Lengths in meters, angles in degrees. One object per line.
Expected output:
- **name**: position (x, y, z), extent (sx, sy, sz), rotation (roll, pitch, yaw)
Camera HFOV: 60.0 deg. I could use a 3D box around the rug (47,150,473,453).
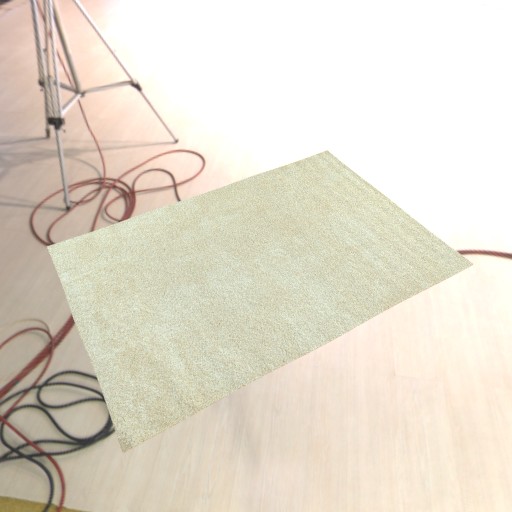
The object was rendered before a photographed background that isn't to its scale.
- **rug**: position (0.000, 0.000, 3.372), extent (2.699, 0.025, 1.800), rotation (-23, 50, -21)
